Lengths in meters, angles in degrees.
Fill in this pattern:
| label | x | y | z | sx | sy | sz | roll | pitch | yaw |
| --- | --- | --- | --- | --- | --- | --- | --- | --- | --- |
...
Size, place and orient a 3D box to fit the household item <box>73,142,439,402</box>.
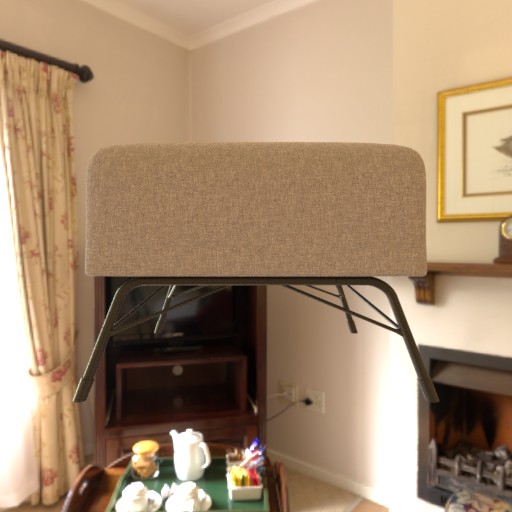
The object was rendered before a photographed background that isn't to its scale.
| label | x | y | z | sx | sy | sz | roll | pitch | yaw |
| --- | --- | --- | --- | --- | --- | --- | --- | --- | --- |
| household item | 0.000 | 0.000 | 0.895 | 0.530 | 0.410 | 0.530 | 0 | 1 | 0 |
